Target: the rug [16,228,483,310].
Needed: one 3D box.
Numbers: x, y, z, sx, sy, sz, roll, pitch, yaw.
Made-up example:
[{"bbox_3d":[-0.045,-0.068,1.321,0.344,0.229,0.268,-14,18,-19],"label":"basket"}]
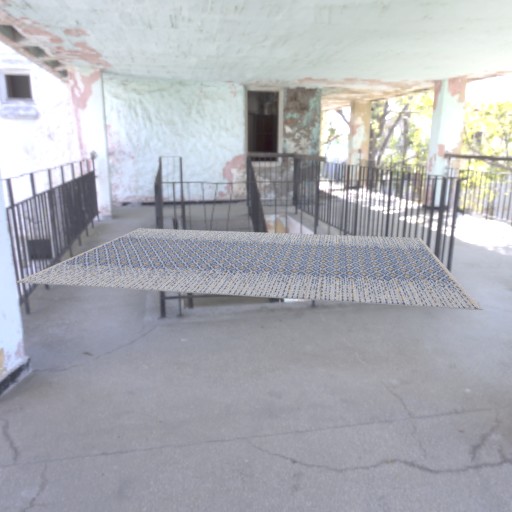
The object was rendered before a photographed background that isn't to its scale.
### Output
[{"bbox_3d":[0.000,0.000,2.283,1.828,0.005,1.219,3,15,10],"label":"rug"}]
